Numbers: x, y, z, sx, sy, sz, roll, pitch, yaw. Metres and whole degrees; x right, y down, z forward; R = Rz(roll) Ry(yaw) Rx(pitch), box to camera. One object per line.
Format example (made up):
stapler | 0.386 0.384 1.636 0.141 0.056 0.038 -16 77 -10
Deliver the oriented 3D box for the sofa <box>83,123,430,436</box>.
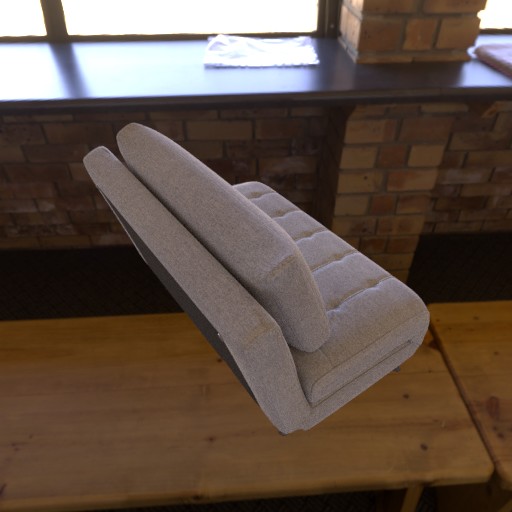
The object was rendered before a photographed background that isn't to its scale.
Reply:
sofa | 0.000 0.000 1.858 0.910 0.910 1.220 -24 46 -26
